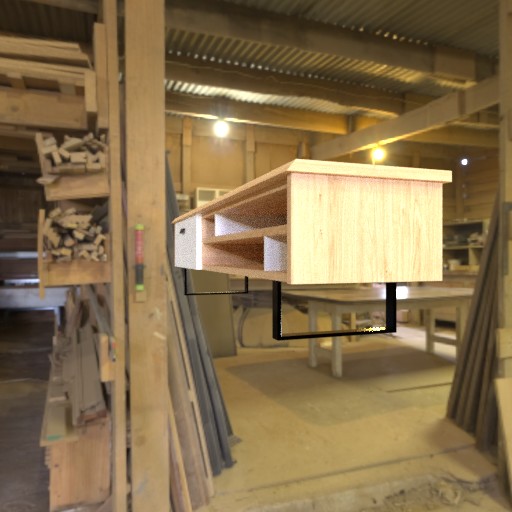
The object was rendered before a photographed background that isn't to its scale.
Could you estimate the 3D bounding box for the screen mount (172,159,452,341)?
[{"bbox_3d":[0.000,0.000,1.841,0.450,0.430,1.700,0,0,-19],"label":"screen mount"}]
